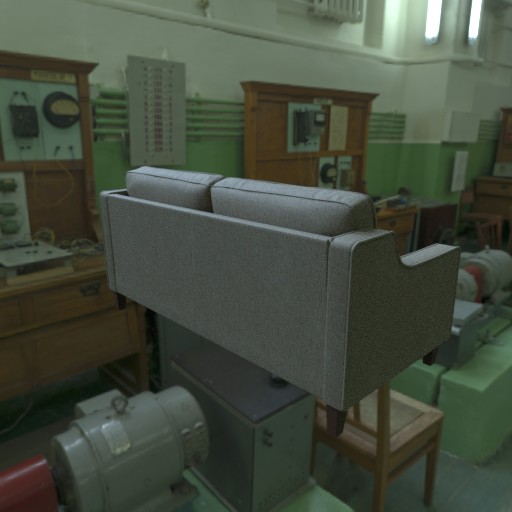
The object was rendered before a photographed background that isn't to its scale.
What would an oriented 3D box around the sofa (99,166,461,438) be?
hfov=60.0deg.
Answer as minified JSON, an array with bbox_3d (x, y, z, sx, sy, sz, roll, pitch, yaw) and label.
[{"bbox_3d":[0.000,0.000,2.861,1.073,1.074,2.181,-14,21,-42],"label":"sofa"}]
